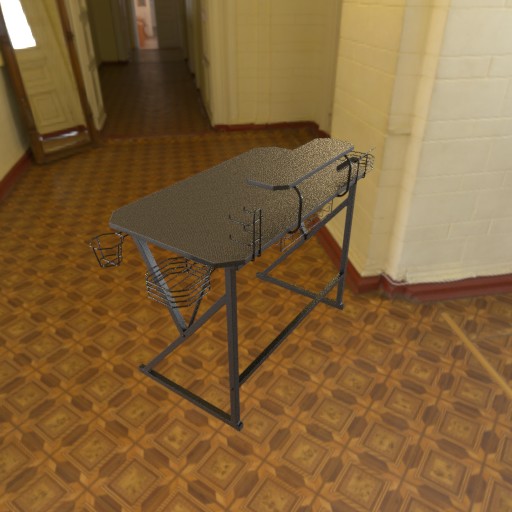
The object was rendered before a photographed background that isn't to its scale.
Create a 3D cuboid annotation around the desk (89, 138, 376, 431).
[{"bbox_3d":[0.000,0.000,1.782,0.580,0.880,1.290,20,36,29],"label":"desk"}]
